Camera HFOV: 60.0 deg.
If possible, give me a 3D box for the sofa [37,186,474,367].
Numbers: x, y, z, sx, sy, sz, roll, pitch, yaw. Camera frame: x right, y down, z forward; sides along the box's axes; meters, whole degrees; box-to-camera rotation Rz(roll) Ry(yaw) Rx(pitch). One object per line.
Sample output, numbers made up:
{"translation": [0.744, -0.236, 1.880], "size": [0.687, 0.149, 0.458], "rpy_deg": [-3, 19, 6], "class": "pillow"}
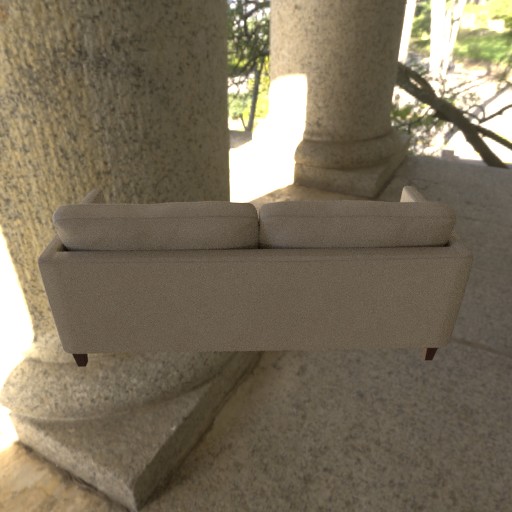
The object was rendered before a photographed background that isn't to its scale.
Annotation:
{"translation": [0.000, 0.000, 2.691], "size": [2.181, 0.932, 0.948], "rpy_deg": [-1, 31, -1], "class": "sofa"}
